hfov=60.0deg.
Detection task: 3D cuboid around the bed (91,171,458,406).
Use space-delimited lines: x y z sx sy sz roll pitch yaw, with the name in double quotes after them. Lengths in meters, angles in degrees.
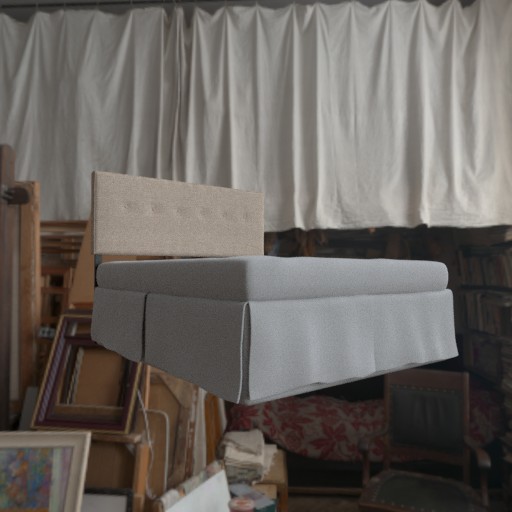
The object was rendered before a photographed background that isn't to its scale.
0.000 0.000 2.962 1.643 1.270 1.978 1 -2 -37 "bed"
